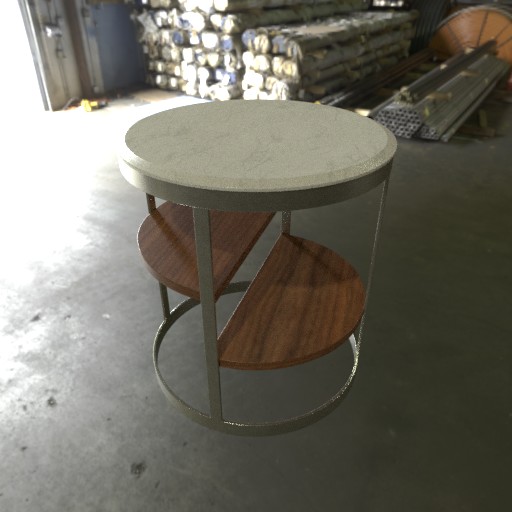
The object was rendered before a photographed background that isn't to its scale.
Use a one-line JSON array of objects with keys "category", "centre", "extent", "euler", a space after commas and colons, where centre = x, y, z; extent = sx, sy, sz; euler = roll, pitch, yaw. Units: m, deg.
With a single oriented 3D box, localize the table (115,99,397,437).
[{"category": "table", "centre": [0.000, 0.000, 0.777], "extent": [0.407, 0.447, 0.407], "euler": [0, 32, 0]}]
